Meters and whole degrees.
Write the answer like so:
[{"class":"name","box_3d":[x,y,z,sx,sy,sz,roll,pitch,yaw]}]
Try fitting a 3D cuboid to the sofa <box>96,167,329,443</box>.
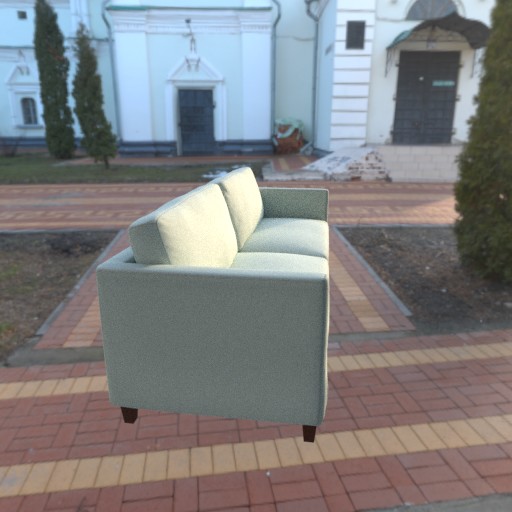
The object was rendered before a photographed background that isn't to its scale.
[{"class":"sofa","box_3d":[0.000,0.000,2.888,0.948,0.965,2.434,3,17,8]}]
